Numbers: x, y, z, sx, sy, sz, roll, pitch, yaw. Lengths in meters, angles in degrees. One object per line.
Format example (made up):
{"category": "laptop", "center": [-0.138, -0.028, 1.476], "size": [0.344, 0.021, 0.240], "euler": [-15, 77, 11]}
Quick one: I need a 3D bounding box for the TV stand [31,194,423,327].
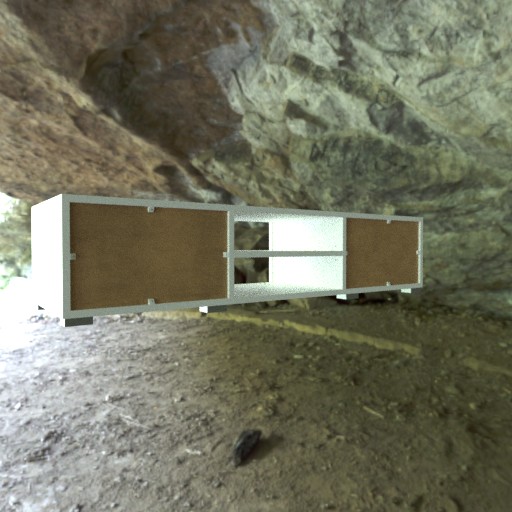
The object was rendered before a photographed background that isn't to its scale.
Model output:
{"category": "TV stand", "center": [0.000, 0.000, 1.601], "size": [1.400, 0.310, 0.420], "euler": [-1, 1, -36]}
